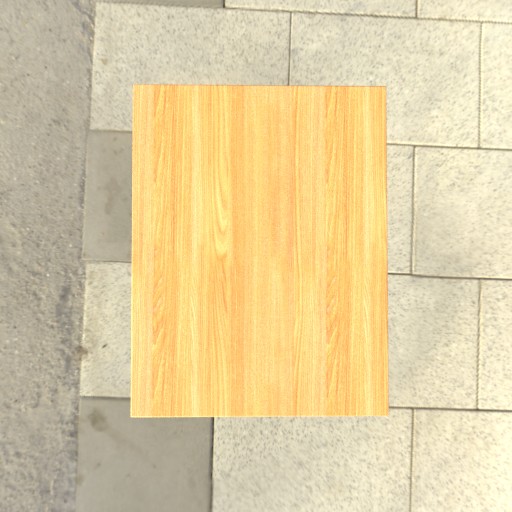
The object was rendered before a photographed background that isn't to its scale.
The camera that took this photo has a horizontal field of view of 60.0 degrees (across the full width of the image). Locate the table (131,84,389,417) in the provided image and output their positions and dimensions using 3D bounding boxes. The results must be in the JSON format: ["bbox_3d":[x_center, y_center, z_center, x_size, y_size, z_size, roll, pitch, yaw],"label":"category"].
[{"bbox_3d":[0.000,0.000,0.741,0.270,0.550,0.350,0,89,-1],"label":"table"}]
